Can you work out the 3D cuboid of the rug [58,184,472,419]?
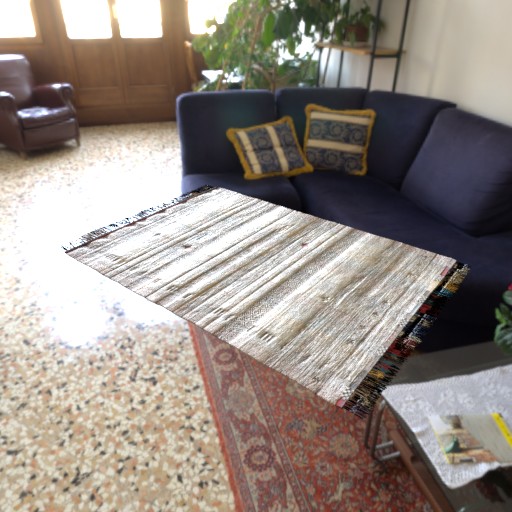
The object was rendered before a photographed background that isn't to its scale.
[{"bbox_3d":[0.000,0.000,2.305,1.848,0.012,1.217,22,36,32],"label":"rug"}]
